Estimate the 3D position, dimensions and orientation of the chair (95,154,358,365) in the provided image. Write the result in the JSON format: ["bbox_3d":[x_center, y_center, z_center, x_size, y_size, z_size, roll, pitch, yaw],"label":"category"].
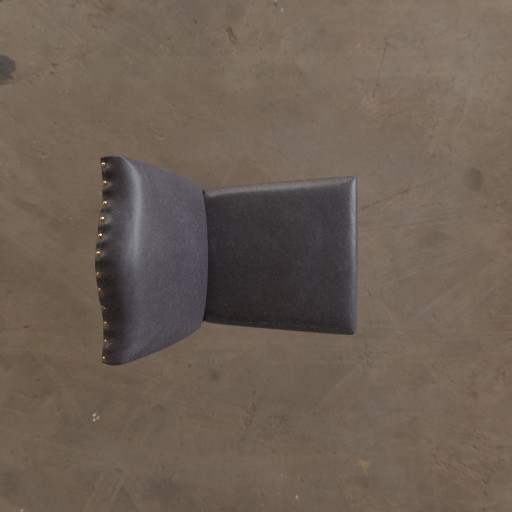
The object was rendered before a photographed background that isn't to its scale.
[{"bbox_3d":[0.000,0.000,1.352,0.633,0.991,0.500,0,91,0],"label":"chair"}]
